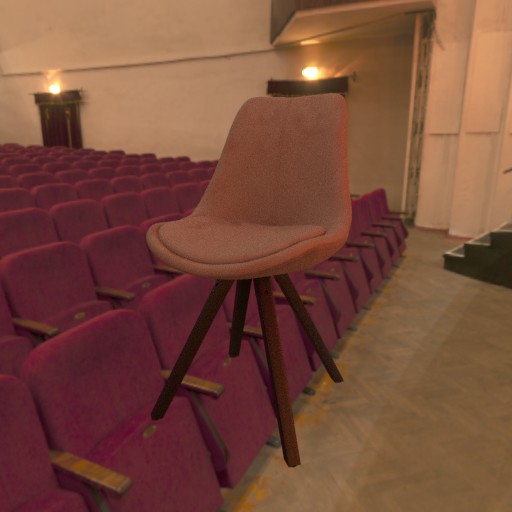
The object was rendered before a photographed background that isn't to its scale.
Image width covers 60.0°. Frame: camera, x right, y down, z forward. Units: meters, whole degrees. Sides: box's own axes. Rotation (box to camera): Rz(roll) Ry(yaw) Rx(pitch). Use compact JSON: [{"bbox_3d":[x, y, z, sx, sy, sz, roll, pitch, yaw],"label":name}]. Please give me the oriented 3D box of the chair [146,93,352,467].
[{"bbox_3d":[0.000,0.000,1.200,0.483,0.865,0.547,7,16,26],"label":"chair"}]
